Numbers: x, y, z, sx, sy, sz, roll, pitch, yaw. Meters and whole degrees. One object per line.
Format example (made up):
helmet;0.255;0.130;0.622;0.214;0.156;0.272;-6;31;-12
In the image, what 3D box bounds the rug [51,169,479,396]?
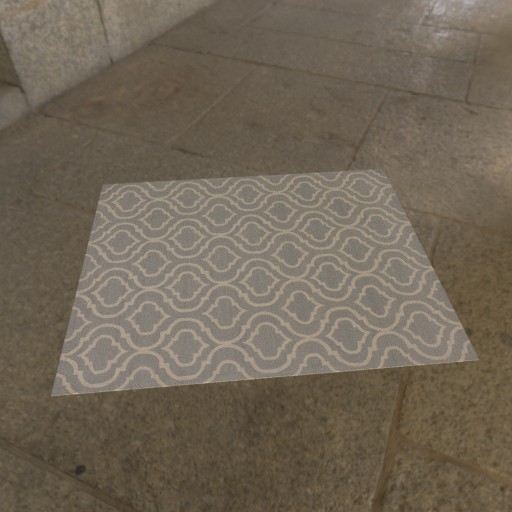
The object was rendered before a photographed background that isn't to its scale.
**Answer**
rug;0.000;0.000;3.772;2.892;0.006;2.283;-4;46;-4
